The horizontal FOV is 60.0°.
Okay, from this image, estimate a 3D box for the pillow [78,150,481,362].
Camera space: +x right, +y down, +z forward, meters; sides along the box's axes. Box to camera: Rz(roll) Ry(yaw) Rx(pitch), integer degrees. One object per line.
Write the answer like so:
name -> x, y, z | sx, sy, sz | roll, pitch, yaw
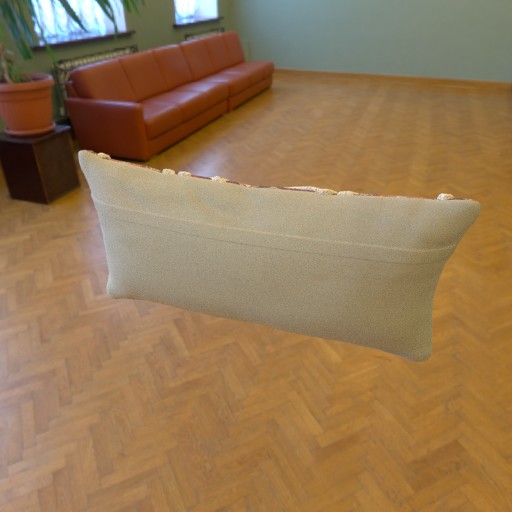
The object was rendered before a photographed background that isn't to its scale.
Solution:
pillow -> 0.000, 0.000, 0.720 | 0.608, 0.295, 0.161 | 10, 33, 15
